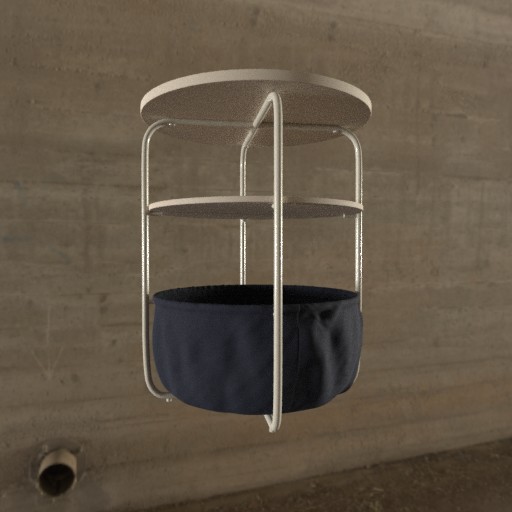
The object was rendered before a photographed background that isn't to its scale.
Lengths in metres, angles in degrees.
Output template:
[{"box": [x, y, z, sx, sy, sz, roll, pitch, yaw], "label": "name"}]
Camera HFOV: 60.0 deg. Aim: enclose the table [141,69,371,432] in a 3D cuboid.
[{"box": [0.000, 0.000, 0.835, 0.418, 0.532, 0.418, 1, 1, 36], "label": "table"}]
